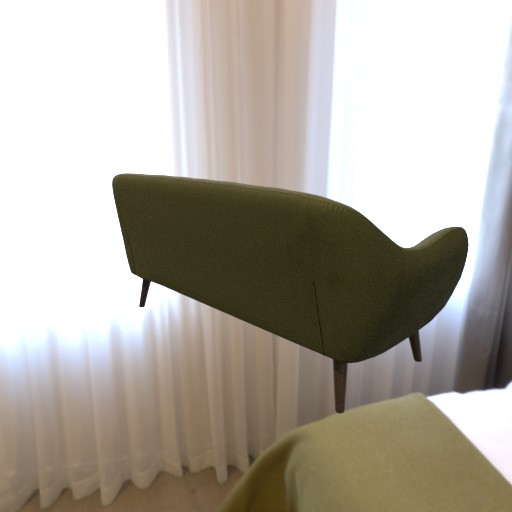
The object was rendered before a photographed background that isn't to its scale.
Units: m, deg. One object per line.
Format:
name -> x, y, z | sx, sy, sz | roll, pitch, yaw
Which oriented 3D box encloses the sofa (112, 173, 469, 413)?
sofa -> 0.000, 0.000, 2.288 | 0.820, 0.836, 1.840 | -13, 20, -41
